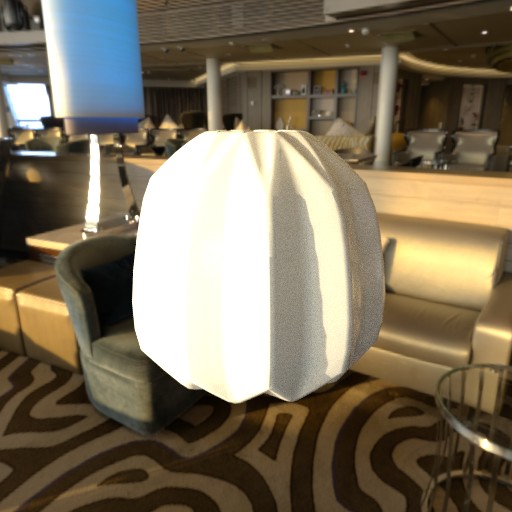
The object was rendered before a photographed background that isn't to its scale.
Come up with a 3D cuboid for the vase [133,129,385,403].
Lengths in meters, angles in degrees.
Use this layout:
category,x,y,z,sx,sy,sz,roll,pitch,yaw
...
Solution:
category,x,y,z,sx,sy,sz,roll,pitch,yaw
vase,0.000,0.000,0.246,0.139,0.134,0.139,0,17,0
